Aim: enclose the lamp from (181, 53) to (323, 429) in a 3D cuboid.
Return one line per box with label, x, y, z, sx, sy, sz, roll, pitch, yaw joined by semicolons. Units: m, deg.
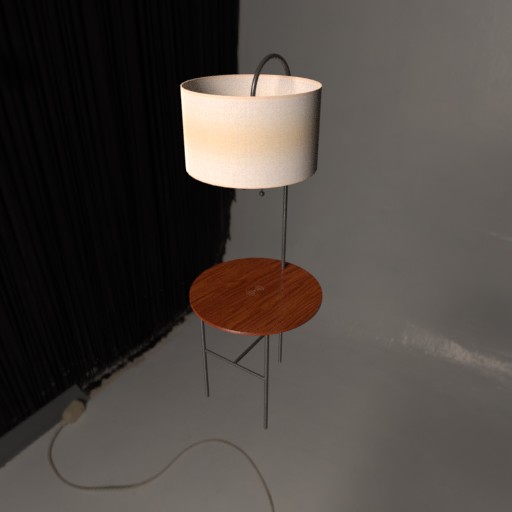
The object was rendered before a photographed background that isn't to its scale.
lamp;0.000;0.000;1.836;0.573;1.517;0.573;0;30;0
